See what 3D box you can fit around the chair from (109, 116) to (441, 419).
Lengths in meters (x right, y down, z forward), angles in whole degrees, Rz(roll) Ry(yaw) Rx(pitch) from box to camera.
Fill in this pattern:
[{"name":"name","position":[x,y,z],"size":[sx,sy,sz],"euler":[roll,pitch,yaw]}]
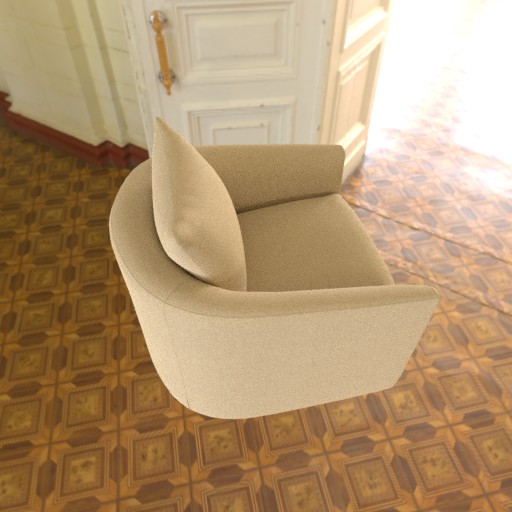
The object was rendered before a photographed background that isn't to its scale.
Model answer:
[{"name":"chair","position":[0.000,0.000,1.572],"size":[0.910,0.848,0.845],"euler":[-9,47,-9]}]
